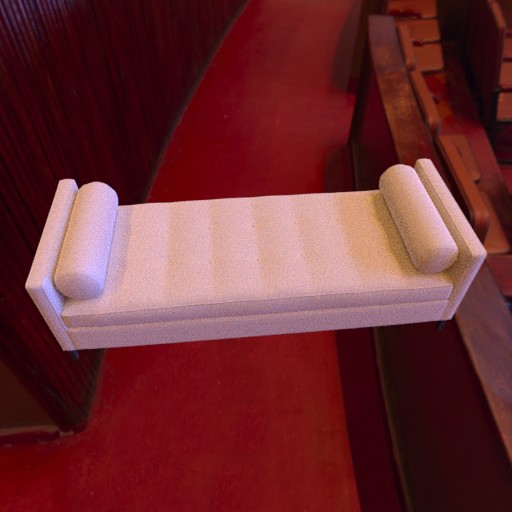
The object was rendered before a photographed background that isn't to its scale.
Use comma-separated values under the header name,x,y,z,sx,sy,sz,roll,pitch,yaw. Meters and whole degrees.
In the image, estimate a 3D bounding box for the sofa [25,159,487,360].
name,x,y,z,sx,sy,sz,roll,pitch,yaw
sofa,0.000,0.000,2.333,1.985,0.641,0.746,-4,48,-4
